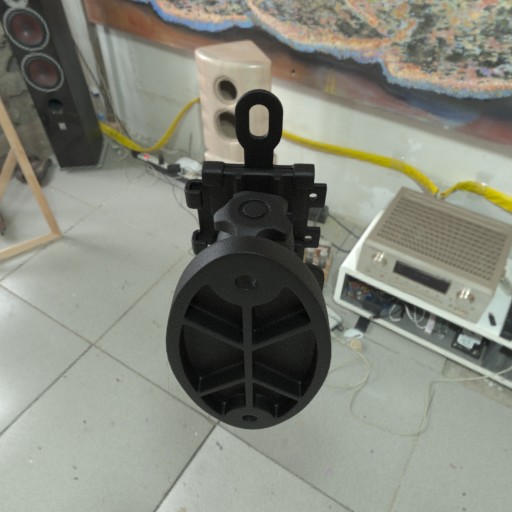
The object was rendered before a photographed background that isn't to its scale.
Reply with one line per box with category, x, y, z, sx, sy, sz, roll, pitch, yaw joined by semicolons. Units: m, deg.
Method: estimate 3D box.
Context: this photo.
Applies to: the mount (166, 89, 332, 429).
mount;0.000;0.000;0.179;0.066;0.118;0.100;2;47;2
